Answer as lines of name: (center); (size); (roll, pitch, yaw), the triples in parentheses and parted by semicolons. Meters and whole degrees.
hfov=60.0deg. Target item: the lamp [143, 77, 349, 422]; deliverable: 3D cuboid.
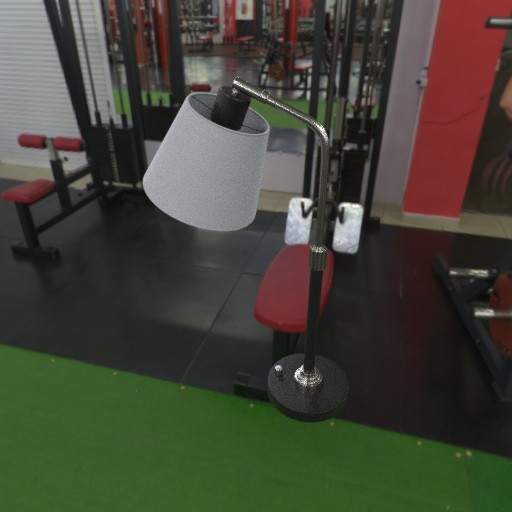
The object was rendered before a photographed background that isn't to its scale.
lamp: (0.000, 0.000, 0.715); (0.348, 0.539, 0.181); (9, 31, 16)
